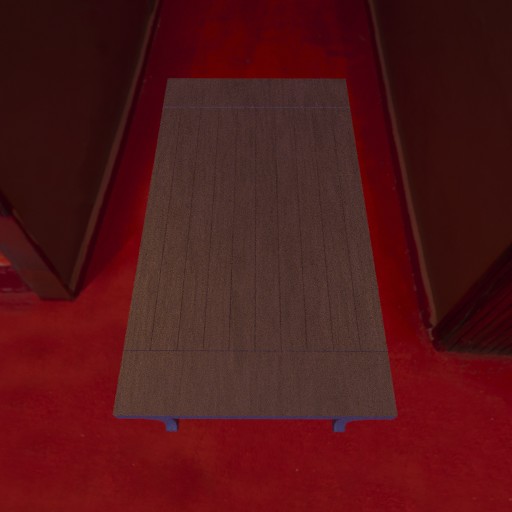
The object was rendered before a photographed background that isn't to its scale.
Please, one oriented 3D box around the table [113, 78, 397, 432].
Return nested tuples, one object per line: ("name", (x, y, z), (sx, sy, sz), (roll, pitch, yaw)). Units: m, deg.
("table", (0.000, 0.000, 1.393), (0.600, 0.494, 1.062), (0, 59, 0))
